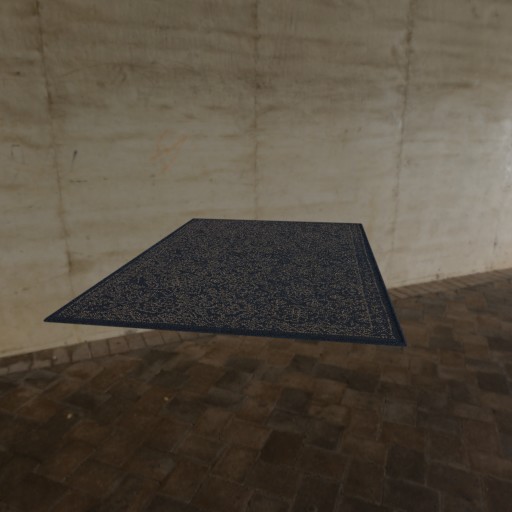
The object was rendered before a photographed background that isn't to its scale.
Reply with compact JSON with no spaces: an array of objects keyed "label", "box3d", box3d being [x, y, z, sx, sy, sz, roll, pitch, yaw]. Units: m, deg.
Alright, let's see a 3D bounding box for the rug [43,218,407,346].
[{"label":"rug","box3d":[0.000,0.000,2.313,1.219,0.010,1.829,2,16,8]}]
